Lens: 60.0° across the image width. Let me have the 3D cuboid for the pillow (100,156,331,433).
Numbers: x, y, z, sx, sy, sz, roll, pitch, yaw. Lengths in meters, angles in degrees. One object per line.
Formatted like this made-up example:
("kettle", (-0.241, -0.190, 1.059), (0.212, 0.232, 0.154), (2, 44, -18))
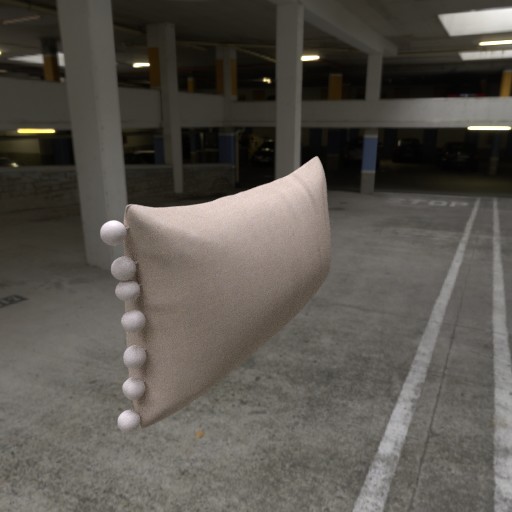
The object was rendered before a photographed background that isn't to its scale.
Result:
("pillow", (0.000, 0.000, 0.826), (0.201, 0.322, 0.709), (8, 19, 26))
